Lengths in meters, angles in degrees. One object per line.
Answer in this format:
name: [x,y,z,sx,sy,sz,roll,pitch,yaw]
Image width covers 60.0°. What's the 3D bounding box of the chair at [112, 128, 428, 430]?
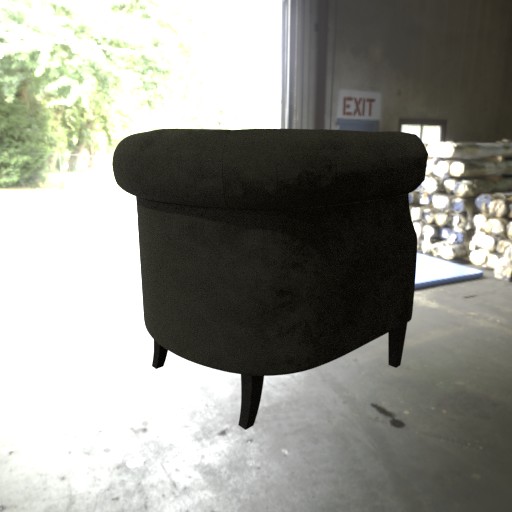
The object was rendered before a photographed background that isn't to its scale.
chair: [0.000,0.000,1.523,0.851,0.826,0.904,-13,19,-42]
